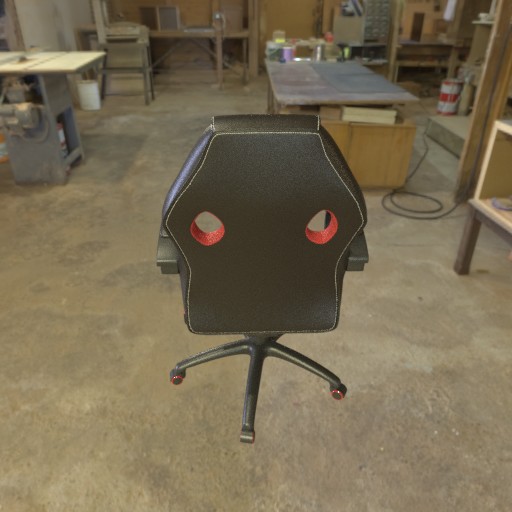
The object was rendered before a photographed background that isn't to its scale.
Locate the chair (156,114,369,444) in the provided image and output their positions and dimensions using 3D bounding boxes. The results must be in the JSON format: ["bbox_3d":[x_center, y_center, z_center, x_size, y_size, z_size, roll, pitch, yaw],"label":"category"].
[{"bbox_3d":[0.000,0.000,1.674,0.750,1.189,0.783,-1,30,-2],"label":"chair"}]
